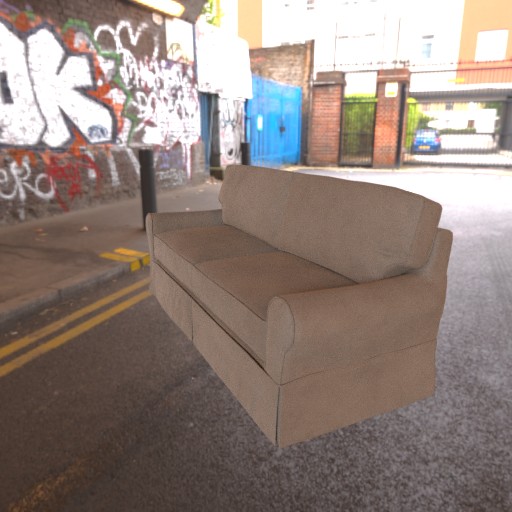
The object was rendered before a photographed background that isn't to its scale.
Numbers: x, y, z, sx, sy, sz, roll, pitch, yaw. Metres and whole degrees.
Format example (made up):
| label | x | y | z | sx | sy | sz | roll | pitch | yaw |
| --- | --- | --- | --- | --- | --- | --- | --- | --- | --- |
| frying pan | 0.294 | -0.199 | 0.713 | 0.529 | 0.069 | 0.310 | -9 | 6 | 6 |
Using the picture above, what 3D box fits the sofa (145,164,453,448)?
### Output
| label | x | y | z | sx | sy | sz | roll | pitch | yaw |
| --- | --- | --- | --- | --- | --- | --- | --- | --- | --- |
| sofa | 0.000 | 0.000 | 2.739 | 0.900 | 1.014 | 2.246 | -8 | 17 | -26 |
